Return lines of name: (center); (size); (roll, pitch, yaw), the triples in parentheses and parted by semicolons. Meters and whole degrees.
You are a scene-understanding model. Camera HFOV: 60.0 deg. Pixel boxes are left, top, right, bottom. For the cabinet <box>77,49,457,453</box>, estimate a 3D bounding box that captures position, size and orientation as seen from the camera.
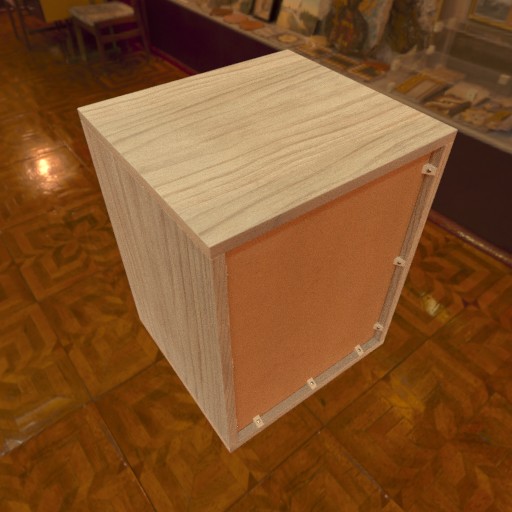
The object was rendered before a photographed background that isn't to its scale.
cabinet: (0.000, 0.000, 0.854); (0.409, 0.579, 0.401); (-27, 51, -25)
